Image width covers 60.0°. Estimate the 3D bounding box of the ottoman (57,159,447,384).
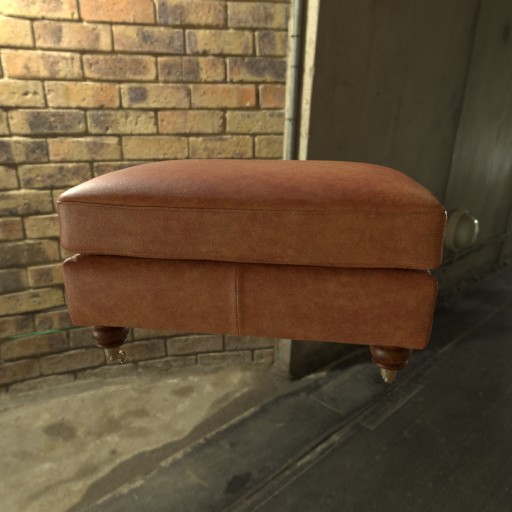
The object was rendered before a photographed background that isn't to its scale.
[{"bbox_3d":[0.000,0.000,1.209,0.852,0.507,0.565,2,17,8],"label":"ottoman"}]
